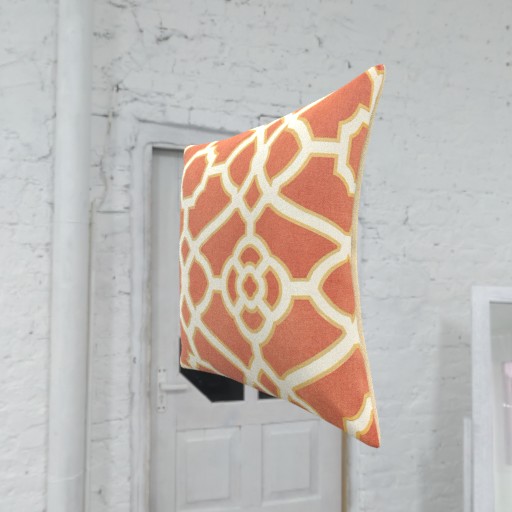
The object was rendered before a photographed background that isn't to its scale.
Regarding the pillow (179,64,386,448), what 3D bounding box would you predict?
[{"bbox_3d":[0.000,0.000,0.803,0.166,0.508,0.552,0,0,-37],"label":"pillow"}]
